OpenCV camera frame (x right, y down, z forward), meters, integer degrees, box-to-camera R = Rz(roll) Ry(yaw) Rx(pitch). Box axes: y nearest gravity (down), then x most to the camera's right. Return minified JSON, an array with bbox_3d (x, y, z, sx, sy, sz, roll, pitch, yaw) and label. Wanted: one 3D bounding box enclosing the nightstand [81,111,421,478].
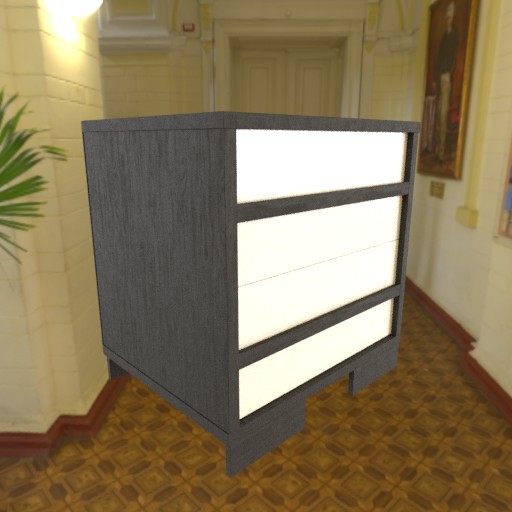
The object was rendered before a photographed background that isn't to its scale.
[{"bbox_3d":[0.000,0.000,0.770,0.427,0.448,0.347,-14,20,-42],"label":"nightstand"}]
